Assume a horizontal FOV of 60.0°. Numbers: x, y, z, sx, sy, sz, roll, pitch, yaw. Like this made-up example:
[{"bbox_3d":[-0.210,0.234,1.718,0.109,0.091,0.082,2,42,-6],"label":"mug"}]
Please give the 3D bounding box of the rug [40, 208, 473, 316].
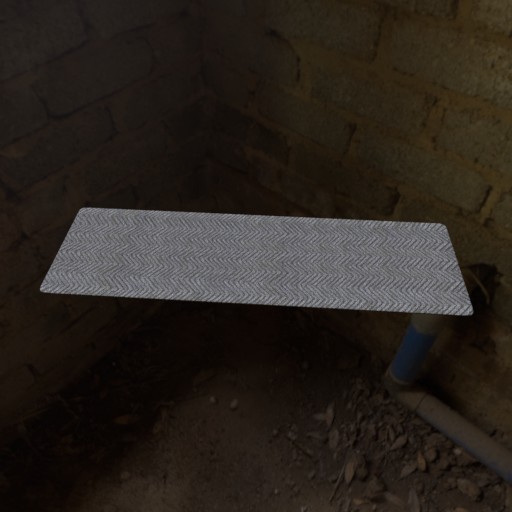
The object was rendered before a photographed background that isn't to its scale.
[{"bbox_3d":[0.000,0.000,2.548,2.286,0.008,0.686,3,47,3],"label":"rug"}]
